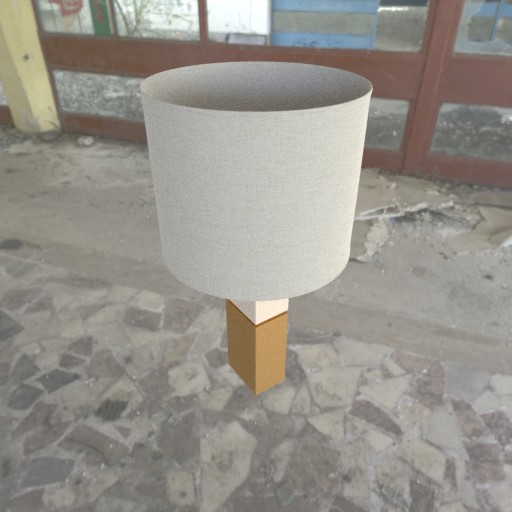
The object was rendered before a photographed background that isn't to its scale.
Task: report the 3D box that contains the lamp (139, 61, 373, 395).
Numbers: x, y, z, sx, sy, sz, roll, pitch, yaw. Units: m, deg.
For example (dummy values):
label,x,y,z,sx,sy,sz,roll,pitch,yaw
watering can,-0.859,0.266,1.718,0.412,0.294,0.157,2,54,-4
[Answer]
label,x,y,z,sx,sy,sz,roll,pitch,yaw
lamp,0.000,0.000,0.558,0.229,0.417,0.229,-21,38,-29
